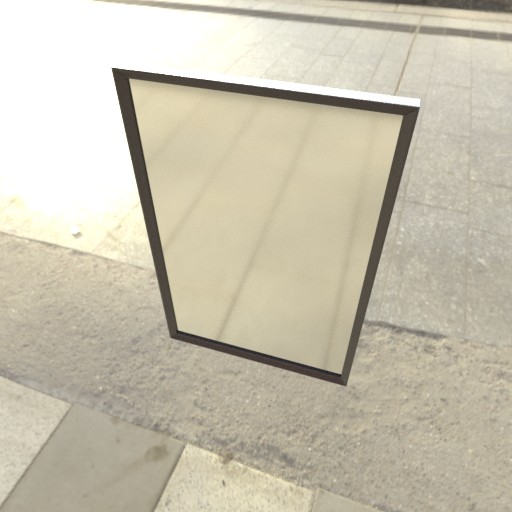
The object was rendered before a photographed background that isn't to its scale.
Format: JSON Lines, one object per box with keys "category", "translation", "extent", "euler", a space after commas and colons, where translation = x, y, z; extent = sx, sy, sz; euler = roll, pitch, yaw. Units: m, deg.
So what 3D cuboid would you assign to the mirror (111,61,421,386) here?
{"category": "mirror", "translation": [0.000, 0.000, 1.161], "extent": [0.609, 0.915, 0.041], "euler": [12, 45, 13]}
